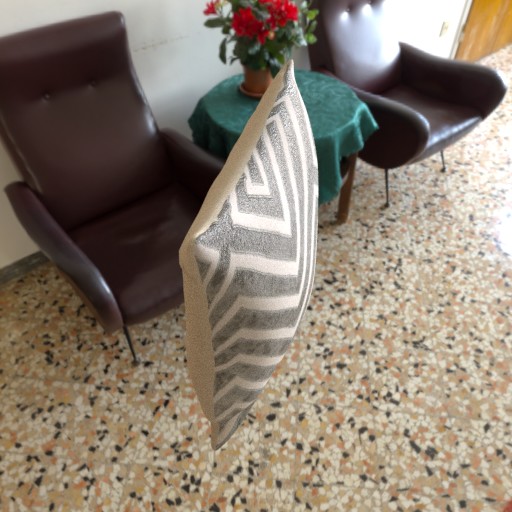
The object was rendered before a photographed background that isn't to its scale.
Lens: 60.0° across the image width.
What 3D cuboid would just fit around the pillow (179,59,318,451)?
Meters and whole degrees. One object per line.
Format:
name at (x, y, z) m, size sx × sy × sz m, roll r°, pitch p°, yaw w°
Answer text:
pillow at (0.000, 0.000, 0.678) m, size 0.182 × 0.441 × 0.440 m, roll 11°, pitch 47°, yaw 10°
